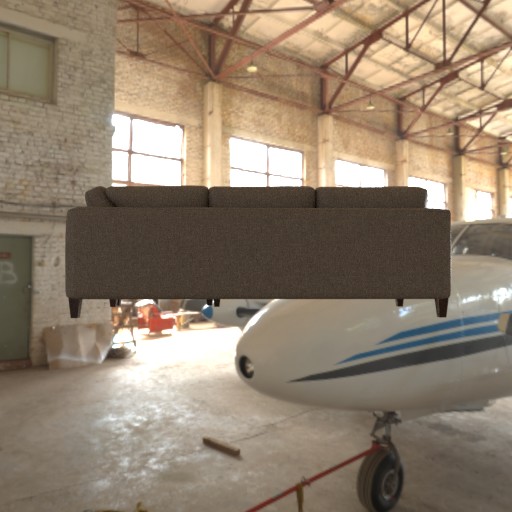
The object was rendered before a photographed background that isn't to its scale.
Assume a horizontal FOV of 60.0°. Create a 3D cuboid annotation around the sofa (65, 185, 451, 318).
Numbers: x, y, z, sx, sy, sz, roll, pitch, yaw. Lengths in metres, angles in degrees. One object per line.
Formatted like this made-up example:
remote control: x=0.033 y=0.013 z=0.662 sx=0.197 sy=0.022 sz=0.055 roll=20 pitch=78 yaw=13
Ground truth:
sofa: x=0.000 y=0.000 z=4.543 sx=2.551 sy=0.889 sz=3.403 roll=0 pitch=-2 yaw=-1
